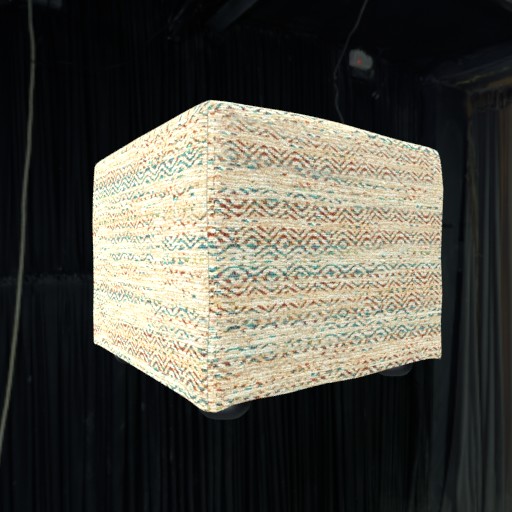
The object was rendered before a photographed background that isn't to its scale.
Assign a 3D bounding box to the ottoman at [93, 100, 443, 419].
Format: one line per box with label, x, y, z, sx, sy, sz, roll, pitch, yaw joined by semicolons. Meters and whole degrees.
ottoman;0.000;0.000;0.891;0.512;0.453;0.521;0;1;-35
